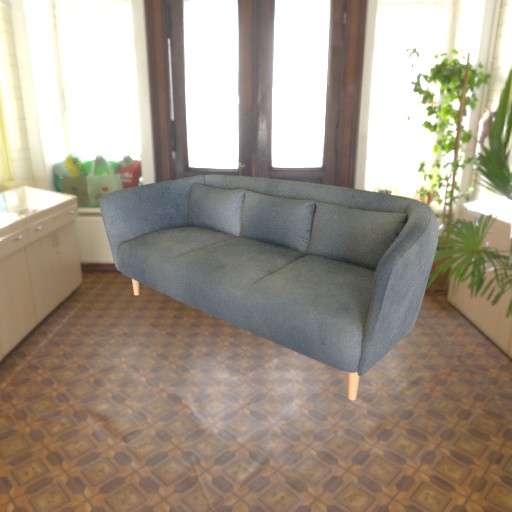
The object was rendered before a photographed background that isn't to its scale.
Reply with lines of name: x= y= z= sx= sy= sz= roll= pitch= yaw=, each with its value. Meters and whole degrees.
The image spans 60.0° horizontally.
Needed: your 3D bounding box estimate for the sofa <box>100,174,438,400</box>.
sofa: x=0.000 y=0.000 z=2.567 sx=2.095 sy=0.795 sz=0.849 roll=16 pitch=23 yaw=42
